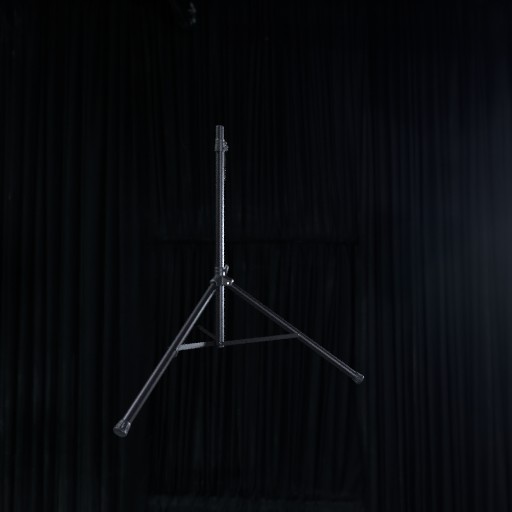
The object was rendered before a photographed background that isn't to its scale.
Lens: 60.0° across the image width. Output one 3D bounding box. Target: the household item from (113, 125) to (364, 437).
[{"bbox_3d":[0.000,0.000,2.731,1.339,1.595,1.596,0,0,-1],"label":"household item"}]
